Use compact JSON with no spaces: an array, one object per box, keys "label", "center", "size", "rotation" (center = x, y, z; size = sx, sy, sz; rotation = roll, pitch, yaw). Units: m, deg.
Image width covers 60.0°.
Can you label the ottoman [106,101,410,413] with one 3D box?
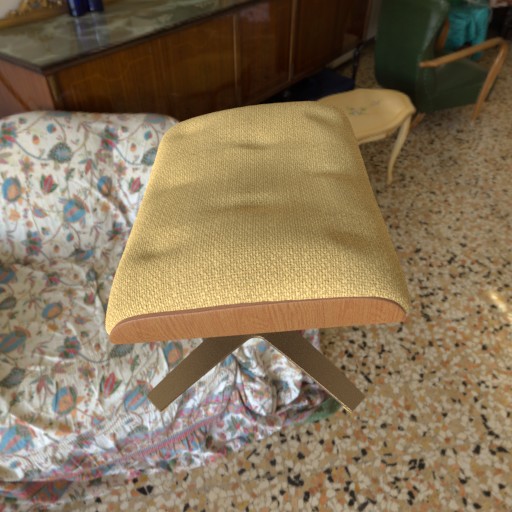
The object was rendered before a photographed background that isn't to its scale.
[{"label":"ottoman","center":[0.000,0.000,0.797],"size":[0.394,0.391,0.520],"rotation":[0,42,0]}]
